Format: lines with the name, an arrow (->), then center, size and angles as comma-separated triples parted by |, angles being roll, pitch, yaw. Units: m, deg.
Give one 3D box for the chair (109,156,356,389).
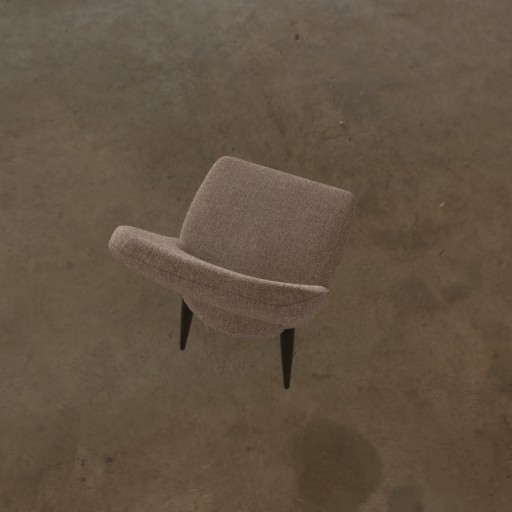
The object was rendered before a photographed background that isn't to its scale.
chair -> 0.000, 0.000, 1.265 | 0.470, 0.931, 0.612 | 18, 64, 9
